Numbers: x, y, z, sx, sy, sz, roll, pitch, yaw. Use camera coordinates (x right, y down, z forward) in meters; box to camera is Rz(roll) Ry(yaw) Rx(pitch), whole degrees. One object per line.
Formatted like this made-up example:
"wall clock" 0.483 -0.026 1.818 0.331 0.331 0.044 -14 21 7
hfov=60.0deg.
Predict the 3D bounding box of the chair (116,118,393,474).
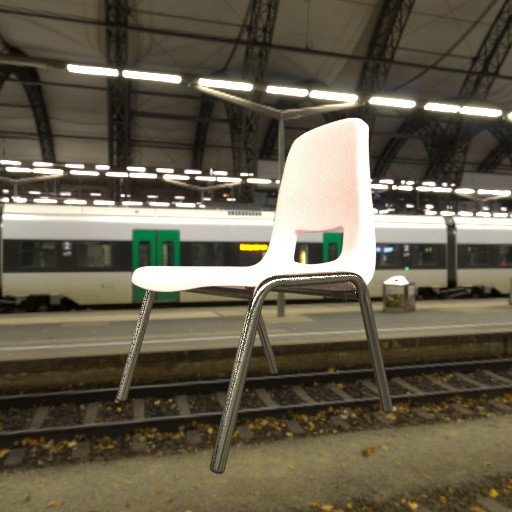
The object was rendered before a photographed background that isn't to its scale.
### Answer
"chair" 0.000 0.000 0.789 0.385 0.537 0.354 0 -1 -37
